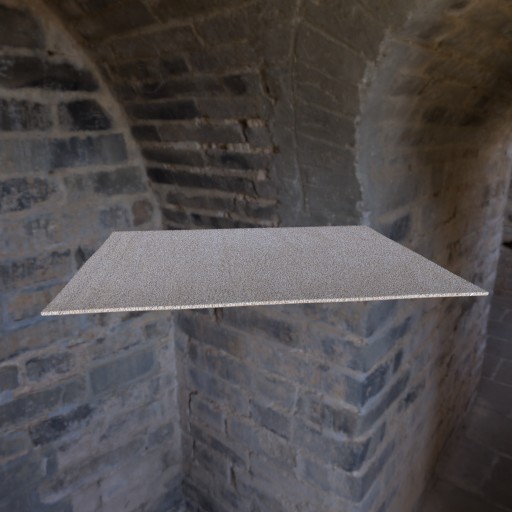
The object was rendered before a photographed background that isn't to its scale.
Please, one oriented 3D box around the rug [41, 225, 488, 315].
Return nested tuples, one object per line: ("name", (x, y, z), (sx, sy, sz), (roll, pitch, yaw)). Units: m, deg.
("rug", (0.000, 0.000, 4.090), (3.000, 0.026, 2.400), (-2, 15, -7))
